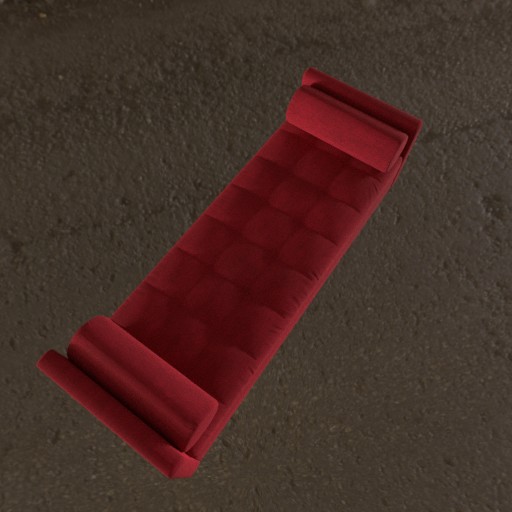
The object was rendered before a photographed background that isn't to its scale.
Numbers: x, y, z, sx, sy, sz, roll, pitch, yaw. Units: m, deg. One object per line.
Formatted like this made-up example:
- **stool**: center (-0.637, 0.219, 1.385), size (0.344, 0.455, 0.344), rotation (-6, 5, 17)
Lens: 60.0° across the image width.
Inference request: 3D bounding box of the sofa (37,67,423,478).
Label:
- **sofa**: center (0.000, 0.000, 2.230), size (0.686, 0.635, 1.981), rotation (32, 68, 15)
